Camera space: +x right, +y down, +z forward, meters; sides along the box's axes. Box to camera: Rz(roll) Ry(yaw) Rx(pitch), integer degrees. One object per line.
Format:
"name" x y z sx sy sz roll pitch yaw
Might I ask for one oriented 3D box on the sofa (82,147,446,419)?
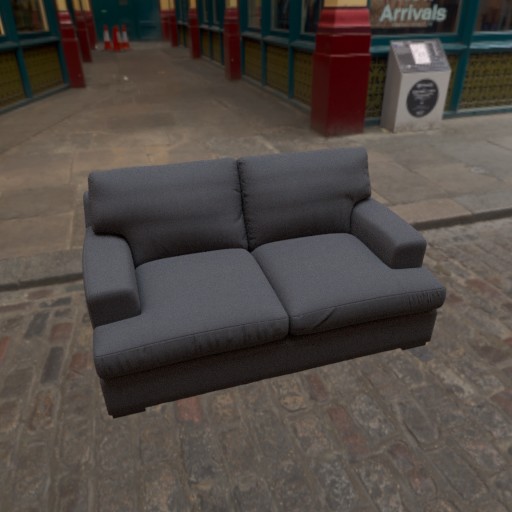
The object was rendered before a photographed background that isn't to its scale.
"sofa" 0.000 0.000 2.566 1.880 0.940 1.143 -9 31 -15
